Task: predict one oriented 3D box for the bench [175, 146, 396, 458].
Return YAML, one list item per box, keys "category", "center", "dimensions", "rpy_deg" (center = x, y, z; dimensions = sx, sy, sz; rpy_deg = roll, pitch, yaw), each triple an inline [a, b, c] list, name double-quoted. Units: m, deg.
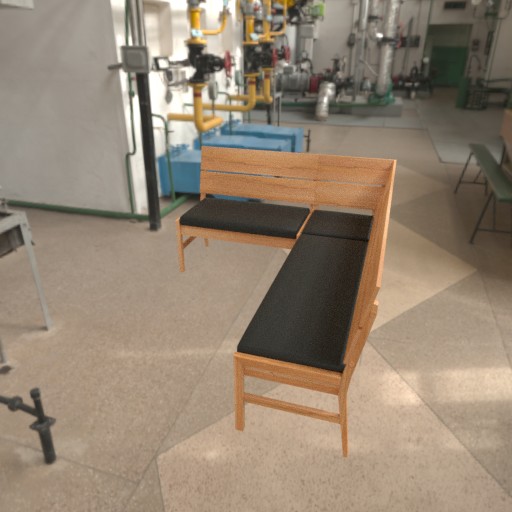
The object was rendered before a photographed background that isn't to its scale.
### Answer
- category: "bench"
  center: [0.000, 0.000, 2.819]
  dimensions: [1.548, 0.890, 1.948]
  rpy_deg: [8, 27, 16]
